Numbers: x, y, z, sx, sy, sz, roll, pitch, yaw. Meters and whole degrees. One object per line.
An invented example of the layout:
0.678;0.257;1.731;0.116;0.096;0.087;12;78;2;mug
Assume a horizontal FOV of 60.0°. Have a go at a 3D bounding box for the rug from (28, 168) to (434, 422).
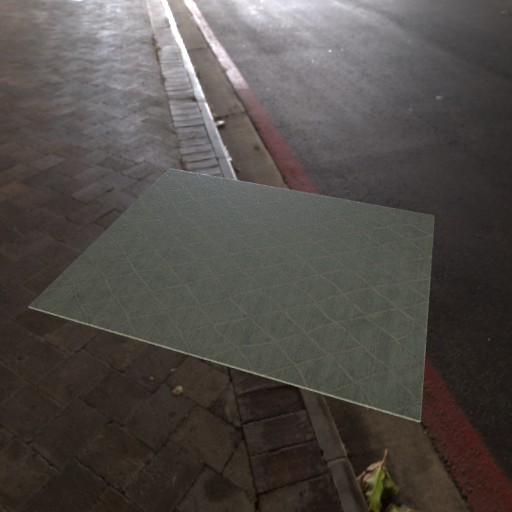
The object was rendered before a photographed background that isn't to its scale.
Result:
0.000;0.000;4.059;3.039;0.019;2.420;13;41;15;rug
